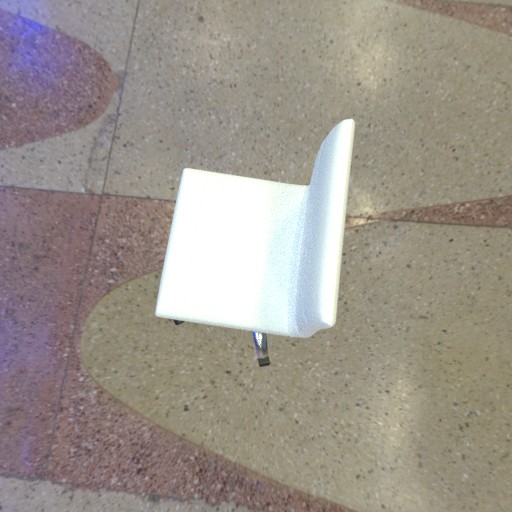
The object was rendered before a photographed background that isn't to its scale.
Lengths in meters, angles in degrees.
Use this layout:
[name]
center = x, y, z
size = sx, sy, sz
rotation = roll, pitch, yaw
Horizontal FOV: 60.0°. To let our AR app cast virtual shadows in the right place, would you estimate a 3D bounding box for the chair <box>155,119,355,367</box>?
[chair]
center = 0.000, 0.000, 1.156
size = 0.530, 0.780, 0.556
rotation = 8, 76, 2
